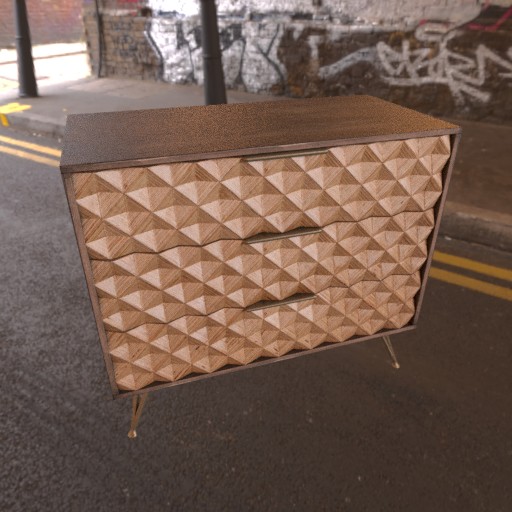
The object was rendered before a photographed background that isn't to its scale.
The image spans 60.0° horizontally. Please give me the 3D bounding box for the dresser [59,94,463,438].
[{"bbox_3d":[0.000,0.000,1.338,0.923,0.801,0.453,-9,32,-16],"label":"dresser"}]
